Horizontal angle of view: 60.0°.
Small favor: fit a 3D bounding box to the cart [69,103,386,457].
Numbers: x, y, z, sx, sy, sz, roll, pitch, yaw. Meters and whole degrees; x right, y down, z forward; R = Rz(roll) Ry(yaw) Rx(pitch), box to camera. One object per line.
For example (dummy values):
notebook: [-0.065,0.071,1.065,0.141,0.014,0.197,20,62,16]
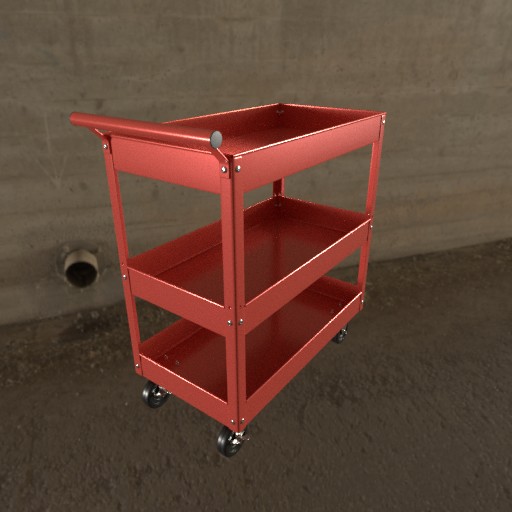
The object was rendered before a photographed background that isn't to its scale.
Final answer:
cart: [0.000,0.000,1.180,0.366,0.780,0.719,18,30,33]
